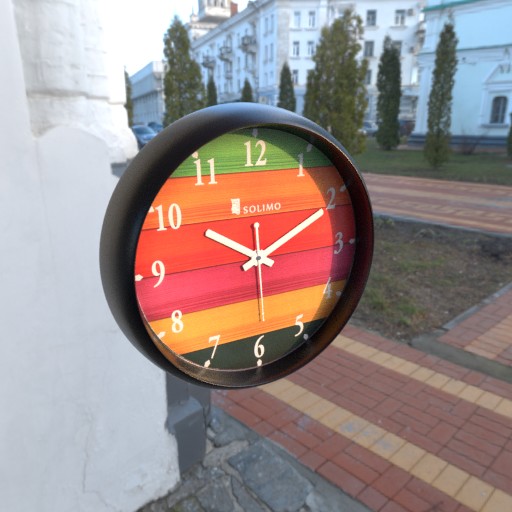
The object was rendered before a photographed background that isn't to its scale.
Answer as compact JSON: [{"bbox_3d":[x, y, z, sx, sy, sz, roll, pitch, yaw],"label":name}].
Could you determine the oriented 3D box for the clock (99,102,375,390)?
[{"bbox_3d":[0.000,0.000,0.455,0.300,0.300,0.060,-9,19,-27],"label":"clock"}]
